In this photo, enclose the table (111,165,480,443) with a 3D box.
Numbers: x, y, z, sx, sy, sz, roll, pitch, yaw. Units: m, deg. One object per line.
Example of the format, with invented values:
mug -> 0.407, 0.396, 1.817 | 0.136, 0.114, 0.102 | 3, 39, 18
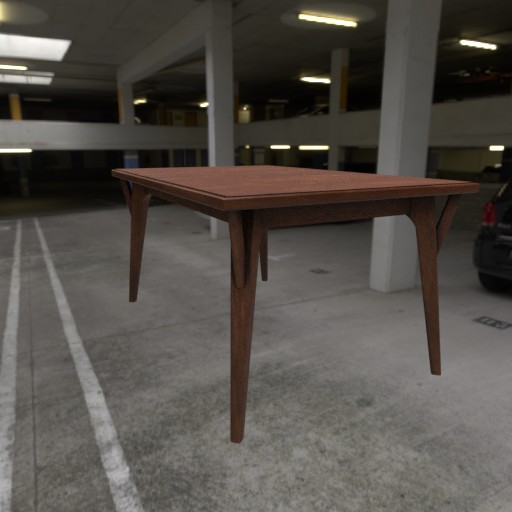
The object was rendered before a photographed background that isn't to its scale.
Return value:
table -> 0.000, 0.000, 2.091 | 0.990, 0.761, 1.524 | -7, 16, -27
